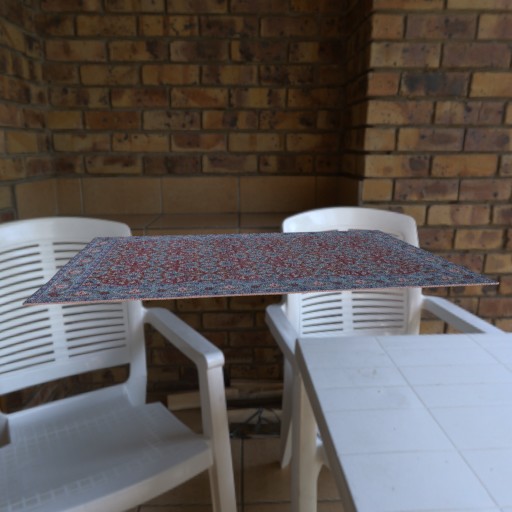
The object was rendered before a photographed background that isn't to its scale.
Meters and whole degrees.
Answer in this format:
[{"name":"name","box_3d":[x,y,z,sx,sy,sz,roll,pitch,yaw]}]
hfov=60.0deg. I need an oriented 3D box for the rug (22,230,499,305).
[{"name":"rug","box_3d":[0.000,0.000,2.258,1.829,0.009,1.219,-2,14,-8]}]
